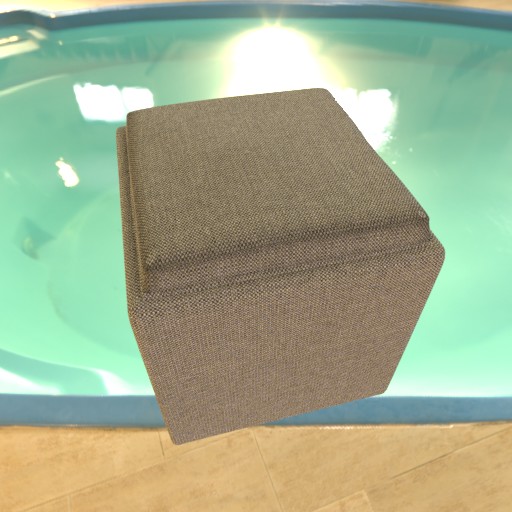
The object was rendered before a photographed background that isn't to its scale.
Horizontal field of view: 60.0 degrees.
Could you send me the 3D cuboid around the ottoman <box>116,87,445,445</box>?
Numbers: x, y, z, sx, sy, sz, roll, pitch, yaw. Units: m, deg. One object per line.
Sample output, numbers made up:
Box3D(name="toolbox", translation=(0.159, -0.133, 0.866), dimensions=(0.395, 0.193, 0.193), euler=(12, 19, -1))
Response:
Box3D(name="ottoman", translation=(0.000, 0.000, 0.845), dimensions=(0.436, 0.487, 0.454), euler=(-10, 47, -10))
